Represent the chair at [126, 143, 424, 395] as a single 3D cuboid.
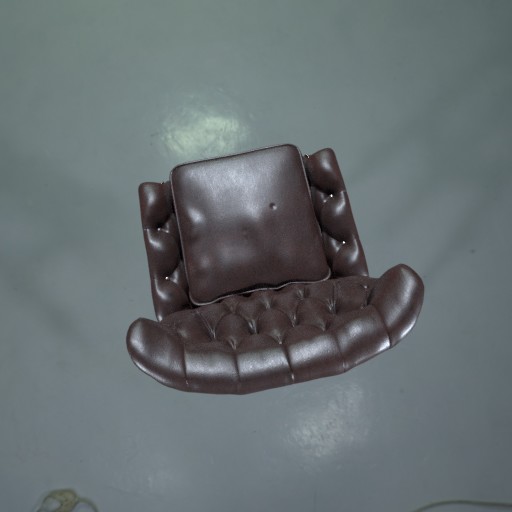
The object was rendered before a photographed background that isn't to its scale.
[{"bbox_3d":[0.000,0.000,1.486,0.709,0.864,0.823,-11,76,-3],"label":"chair"}]
